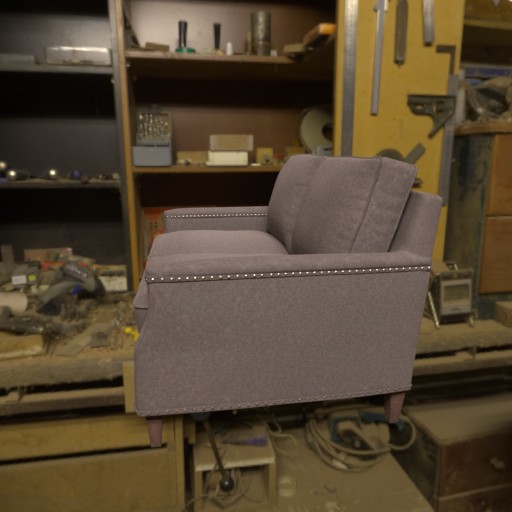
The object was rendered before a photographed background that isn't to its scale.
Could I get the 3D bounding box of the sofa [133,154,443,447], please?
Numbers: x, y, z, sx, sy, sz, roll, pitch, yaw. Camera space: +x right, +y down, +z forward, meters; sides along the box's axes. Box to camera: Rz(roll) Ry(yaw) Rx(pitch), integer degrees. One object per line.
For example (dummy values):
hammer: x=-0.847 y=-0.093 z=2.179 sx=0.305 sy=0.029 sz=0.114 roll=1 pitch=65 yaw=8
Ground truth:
sofa: x=0.000 y=0.000 z=2.229 sx=1.084 sy=1.003 sz=1.597 roll=-2 pitch=13 yaw=-9
